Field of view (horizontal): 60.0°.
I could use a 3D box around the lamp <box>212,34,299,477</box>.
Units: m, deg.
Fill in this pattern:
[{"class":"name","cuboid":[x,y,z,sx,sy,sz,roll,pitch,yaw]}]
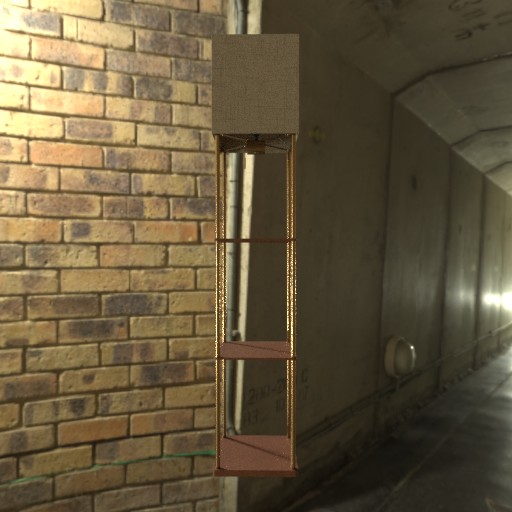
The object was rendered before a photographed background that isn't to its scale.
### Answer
[{"class":"lamp","cuboid":[0.000,0.000,1.723,0.310,1.569,0.308,0,0,1]}]
